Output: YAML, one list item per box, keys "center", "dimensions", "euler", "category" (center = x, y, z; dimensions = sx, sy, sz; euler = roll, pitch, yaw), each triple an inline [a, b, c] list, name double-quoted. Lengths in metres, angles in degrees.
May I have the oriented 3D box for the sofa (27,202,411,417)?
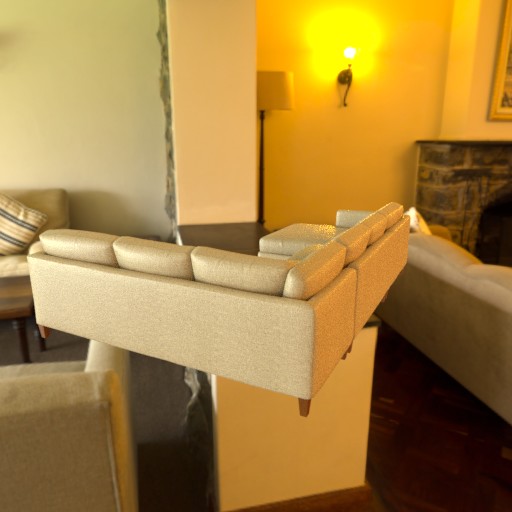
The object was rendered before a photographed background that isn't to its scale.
- center: [0.000, 0.000, 4.655]
  dimensions: [2.594, 0.961, 3.460]
  euler: [8, 17, 26]
  category: "sofa"
